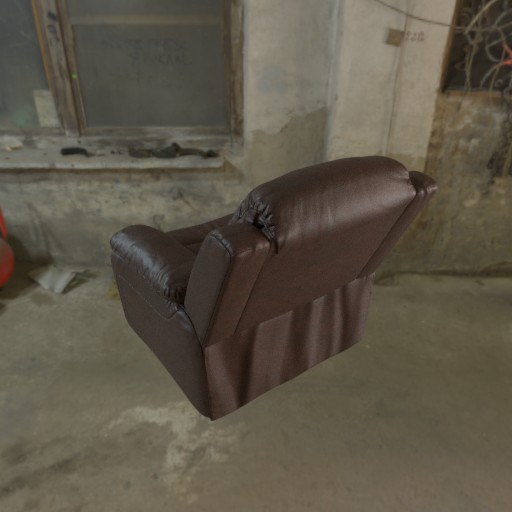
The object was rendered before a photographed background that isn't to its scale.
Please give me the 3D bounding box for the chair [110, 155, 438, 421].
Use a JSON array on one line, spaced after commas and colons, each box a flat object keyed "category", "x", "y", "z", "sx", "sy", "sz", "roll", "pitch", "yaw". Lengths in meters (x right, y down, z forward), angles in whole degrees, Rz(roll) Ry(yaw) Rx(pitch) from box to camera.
[{"category": "chair", "x": 0.000, "y": 0.000, "z": 1.289, "sx": 0.680, "sy": 0.702, "sz": 0.707, "roll": -19, "pitch": 36, "yaw": -30}]
